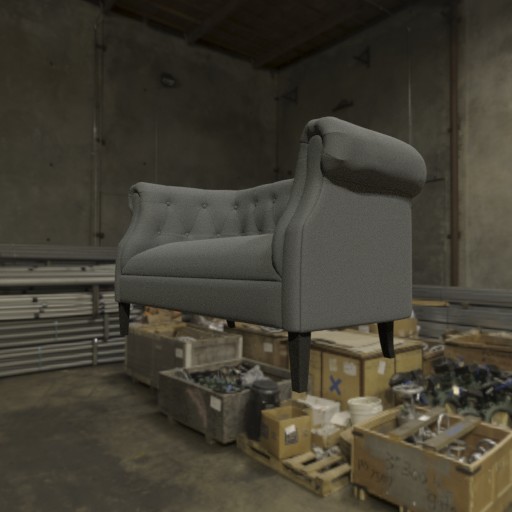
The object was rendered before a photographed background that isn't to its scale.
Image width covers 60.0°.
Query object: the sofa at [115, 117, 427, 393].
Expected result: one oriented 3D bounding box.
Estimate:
[{"bbox_3d":[0.000,0.000,2.061,0.835,0.827,1.558,1,-2,-38],"label":"sofa"}]
